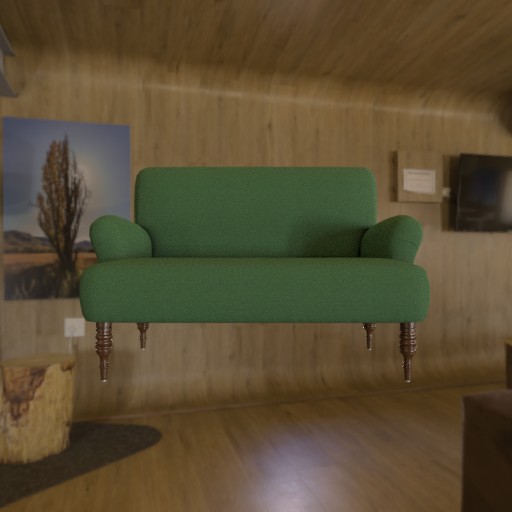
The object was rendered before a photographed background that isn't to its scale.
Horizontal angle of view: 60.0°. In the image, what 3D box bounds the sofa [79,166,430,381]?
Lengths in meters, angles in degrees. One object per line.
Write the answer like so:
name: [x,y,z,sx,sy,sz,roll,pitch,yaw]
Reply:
sofa: [0.000,0.000,1.877,1.297,0.889,0.779,0,0,0]
